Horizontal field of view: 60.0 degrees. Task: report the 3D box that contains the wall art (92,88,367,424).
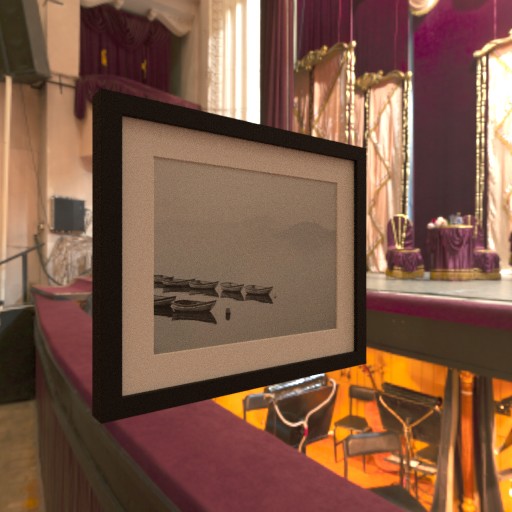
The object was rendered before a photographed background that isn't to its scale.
[{"bbox_3d":[0.000,0.000,0.560,0.397,0.325,0.028,0,0,-37],"label":"wall art"}]
